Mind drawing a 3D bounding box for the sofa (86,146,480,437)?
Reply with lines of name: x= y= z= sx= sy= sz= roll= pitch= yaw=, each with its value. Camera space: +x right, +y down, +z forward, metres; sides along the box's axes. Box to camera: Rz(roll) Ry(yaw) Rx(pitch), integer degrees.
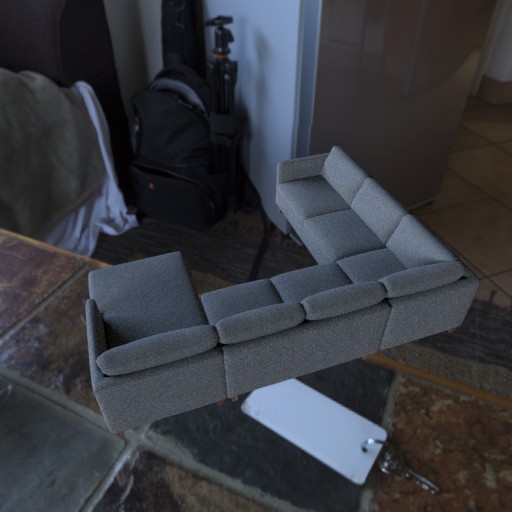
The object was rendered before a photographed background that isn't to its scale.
sofa: x=0.000 y=0.000 z=4.436 sx=3.238 sy=0.853 sz=2.551 roll=-13 pitch=43 yaw=-15
